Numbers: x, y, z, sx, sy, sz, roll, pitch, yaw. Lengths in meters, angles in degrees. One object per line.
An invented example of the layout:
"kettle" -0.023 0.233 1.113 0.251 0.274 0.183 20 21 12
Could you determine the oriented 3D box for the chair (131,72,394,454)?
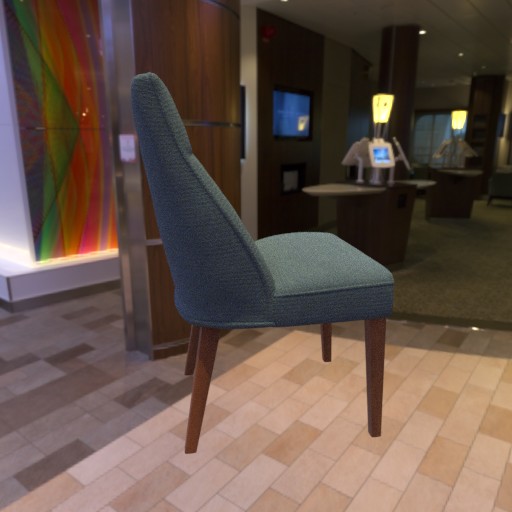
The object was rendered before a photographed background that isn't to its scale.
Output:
"chair" 0.000 0.000 1.258 0.620 0.930 0.500 -2 15 -9
